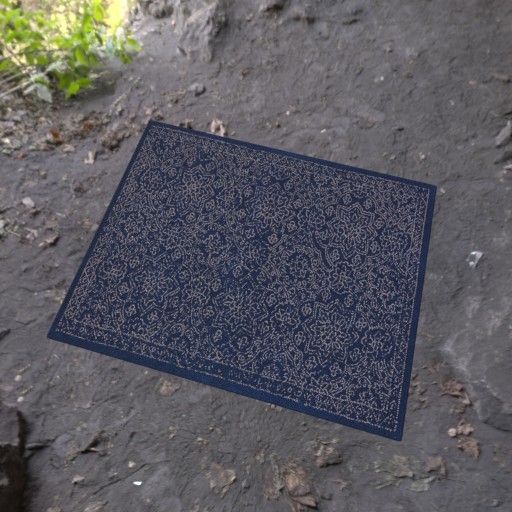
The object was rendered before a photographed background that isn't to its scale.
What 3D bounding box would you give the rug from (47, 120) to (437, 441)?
[{"bbox_3d":[0.000,0.000,4.094,3.048,0.010,2.438,14,67,6],"label":"rug"}]
